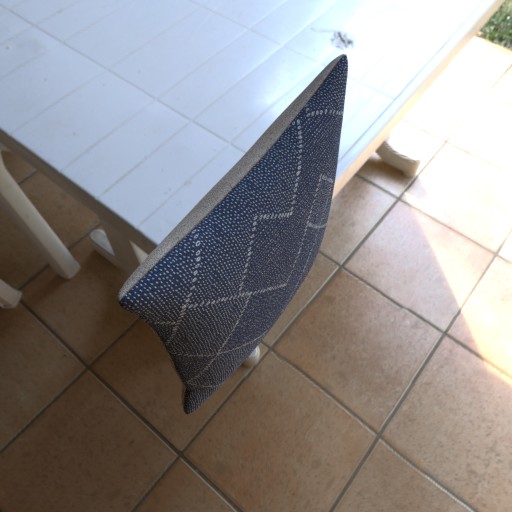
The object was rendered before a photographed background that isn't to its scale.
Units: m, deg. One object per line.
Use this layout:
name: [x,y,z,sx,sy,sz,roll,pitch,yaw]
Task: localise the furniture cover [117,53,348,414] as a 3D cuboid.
furniture cover: [0.000,0.000,0.777,0.162,0.503,0.511,30,63,17]
